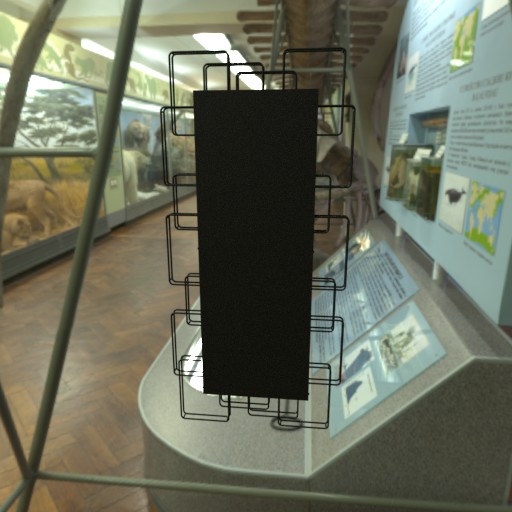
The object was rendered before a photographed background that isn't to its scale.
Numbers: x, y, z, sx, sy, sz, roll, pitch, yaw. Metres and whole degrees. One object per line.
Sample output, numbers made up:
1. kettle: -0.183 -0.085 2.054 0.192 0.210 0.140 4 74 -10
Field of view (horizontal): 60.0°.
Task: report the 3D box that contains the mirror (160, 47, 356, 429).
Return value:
1. mirror: 0.000 0.000 1.393 0.565 1.192 0.037 2 15 6
